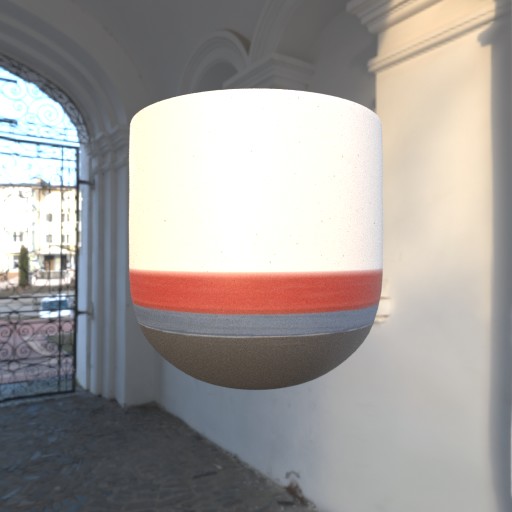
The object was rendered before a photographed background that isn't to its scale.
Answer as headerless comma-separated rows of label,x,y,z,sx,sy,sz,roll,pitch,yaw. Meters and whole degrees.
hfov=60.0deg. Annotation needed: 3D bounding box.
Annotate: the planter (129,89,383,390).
planter,0.000,0.000,0.487,0.268,0.270,0.268,0,0,0
